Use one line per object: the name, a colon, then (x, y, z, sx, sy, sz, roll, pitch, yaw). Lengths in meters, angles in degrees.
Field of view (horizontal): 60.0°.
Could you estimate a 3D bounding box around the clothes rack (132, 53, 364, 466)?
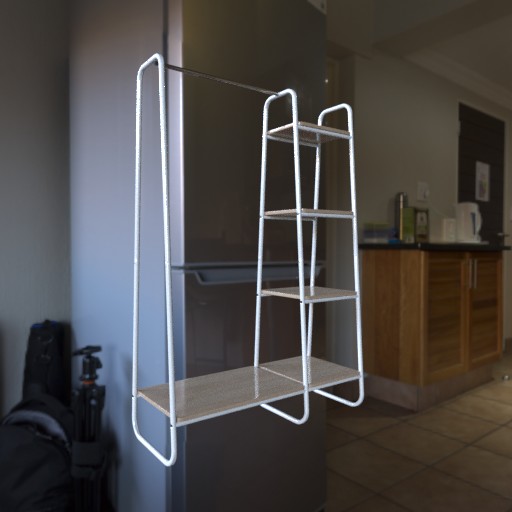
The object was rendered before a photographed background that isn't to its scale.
clothes rack: (0.000, 0.000, 1.983, 1.011, 1.500, 0.400, -1, 2, -36)
